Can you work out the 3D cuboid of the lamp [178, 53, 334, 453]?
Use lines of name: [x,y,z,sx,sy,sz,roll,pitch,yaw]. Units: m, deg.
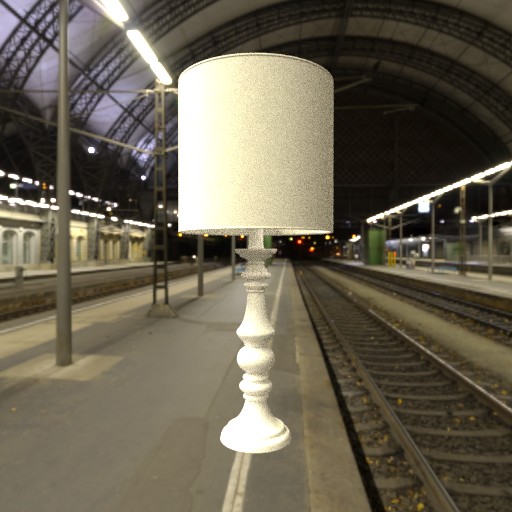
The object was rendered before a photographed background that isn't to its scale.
lamp: [0.000,0.000,0.727,0.250,0.597,0.250,0,1,-17]
